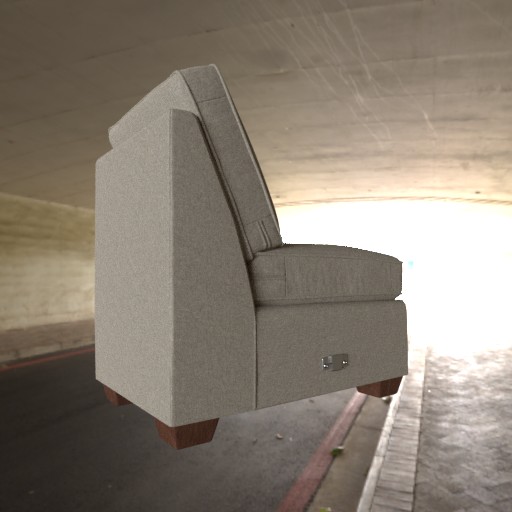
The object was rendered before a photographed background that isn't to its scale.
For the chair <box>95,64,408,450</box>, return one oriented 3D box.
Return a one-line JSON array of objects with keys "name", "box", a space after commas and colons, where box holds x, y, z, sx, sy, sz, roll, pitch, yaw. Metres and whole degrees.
[{"name": "chair", "box": [0.000, 0.000, 1.683, 1.020, 1.058, 0.674, 2, -3, -36]}]
